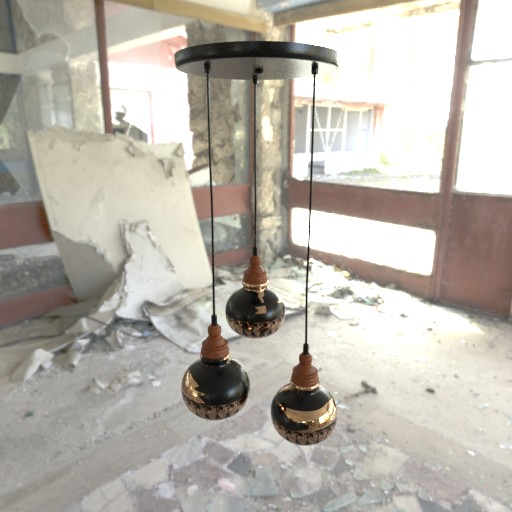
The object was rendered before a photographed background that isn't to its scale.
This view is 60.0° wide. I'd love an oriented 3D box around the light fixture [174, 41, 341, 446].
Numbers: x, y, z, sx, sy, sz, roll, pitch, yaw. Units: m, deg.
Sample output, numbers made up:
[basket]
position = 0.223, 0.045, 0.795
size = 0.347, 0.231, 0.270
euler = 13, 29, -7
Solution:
[light fixture]
position = 0.000, 0.000, 1.715
size = 0.608, 1.410, 0.605
euler = -2, 15, -8
